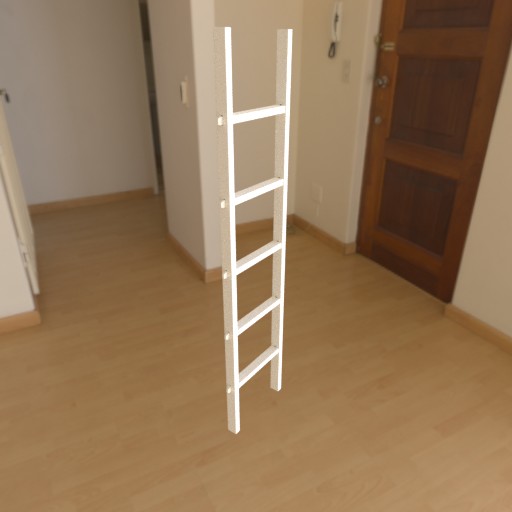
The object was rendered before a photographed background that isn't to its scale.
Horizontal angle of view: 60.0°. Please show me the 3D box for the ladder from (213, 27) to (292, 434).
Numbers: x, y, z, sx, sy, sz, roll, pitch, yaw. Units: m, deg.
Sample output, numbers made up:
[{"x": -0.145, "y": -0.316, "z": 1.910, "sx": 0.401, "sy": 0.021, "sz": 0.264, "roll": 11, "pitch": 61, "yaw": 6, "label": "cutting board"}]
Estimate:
[{"x": 0.000, "y": 0.000, "z": 1.967, "sx": 0.051, "sy": 1.797, "sz": 0.452, "roll": 18, "pitch": 31, "yaw": 32, "label": "ladder"}]
